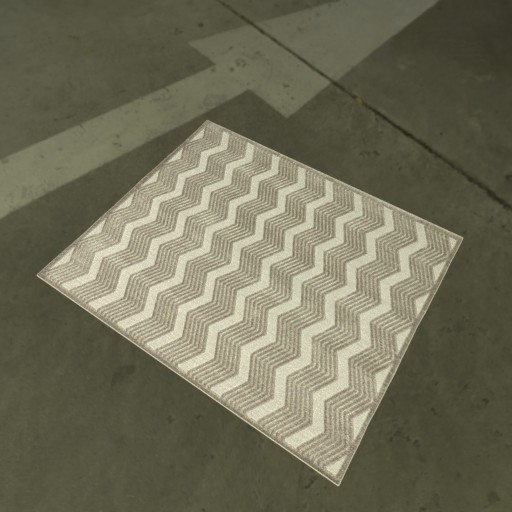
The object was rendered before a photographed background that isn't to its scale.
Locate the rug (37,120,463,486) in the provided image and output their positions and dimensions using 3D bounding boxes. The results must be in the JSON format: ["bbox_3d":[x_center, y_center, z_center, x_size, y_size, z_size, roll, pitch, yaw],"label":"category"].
[{"bbox_3d":[0.000,0.000,3.864,2.880,0.005,2.391,29,61,18],"label":"rug"}]
